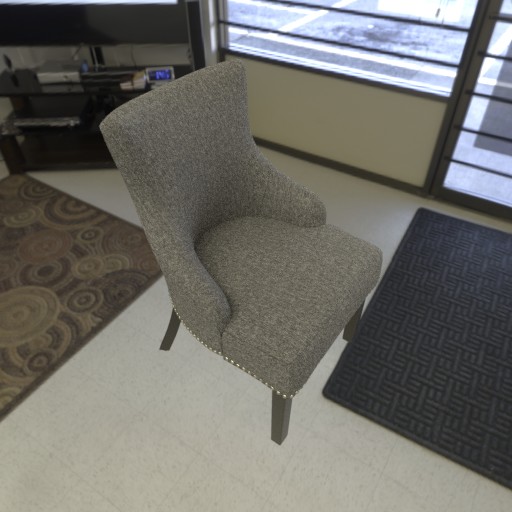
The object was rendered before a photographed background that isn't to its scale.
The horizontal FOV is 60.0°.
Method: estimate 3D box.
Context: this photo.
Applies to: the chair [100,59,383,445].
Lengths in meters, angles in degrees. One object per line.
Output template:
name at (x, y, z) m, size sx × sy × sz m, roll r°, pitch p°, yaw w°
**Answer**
chair at (0.000, 0.000, 1.316) m, size 0.629 × 0.909 × 0.566 m, roll 26°, pitch 48°, yaw 26°
